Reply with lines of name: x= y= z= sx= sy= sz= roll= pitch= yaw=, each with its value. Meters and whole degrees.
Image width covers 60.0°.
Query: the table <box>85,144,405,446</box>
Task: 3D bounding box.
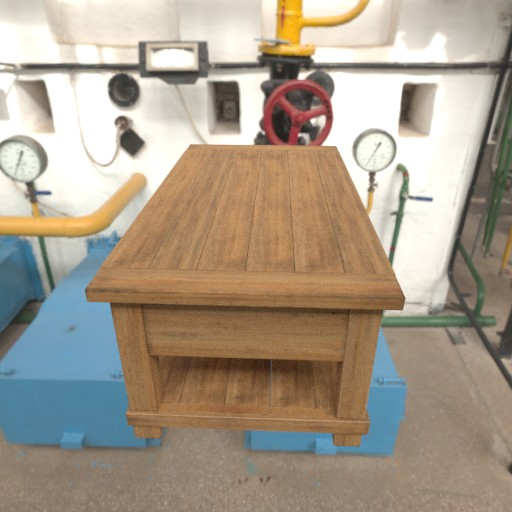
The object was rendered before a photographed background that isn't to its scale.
table: x=0.000 y=0.000 z=1.607 sx=0.693 sy=0.494 sz=1.270 roll=1 pitch=28 yaw=2
